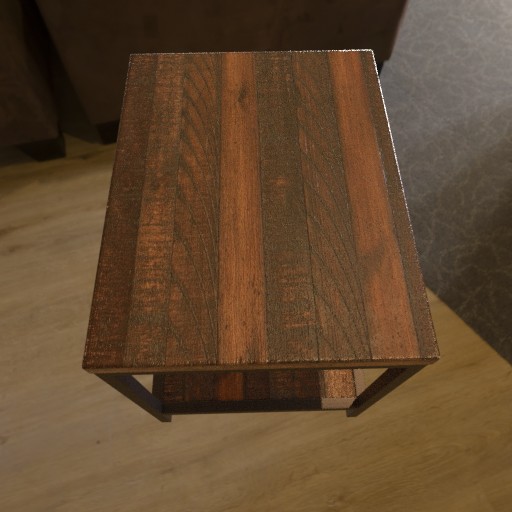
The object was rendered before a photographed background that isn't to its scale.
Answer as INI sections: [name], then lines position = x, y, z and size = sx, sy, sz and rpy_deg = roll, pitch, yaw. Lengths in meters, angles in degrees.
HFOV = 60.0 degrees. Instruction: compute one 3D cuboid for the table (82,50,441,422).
[table]
position = 0.000, 0.000, 1.073
size = 0.524, 0.612, 0.678
rpy_deg = -1, 62, -1
